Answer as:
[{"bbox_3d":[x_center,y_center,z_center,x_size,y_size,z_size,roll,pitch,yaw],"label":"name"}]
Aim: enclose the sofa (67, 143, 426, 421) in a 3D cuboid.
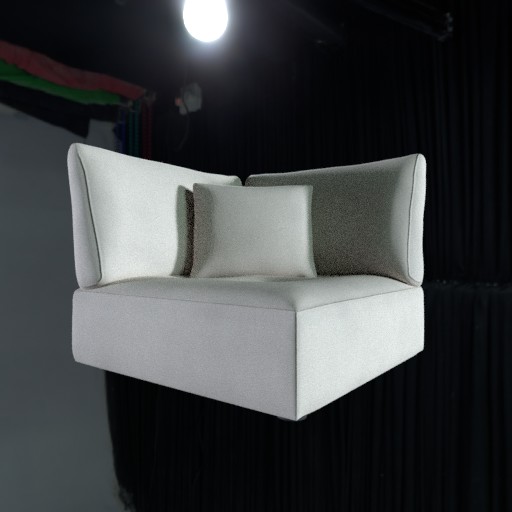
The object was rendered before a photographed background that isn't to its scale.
[{"bbox_3d":[0.000,0.000,1.684,1.000,0.820,1.000,0,0,37],"label":"sofa"}]
